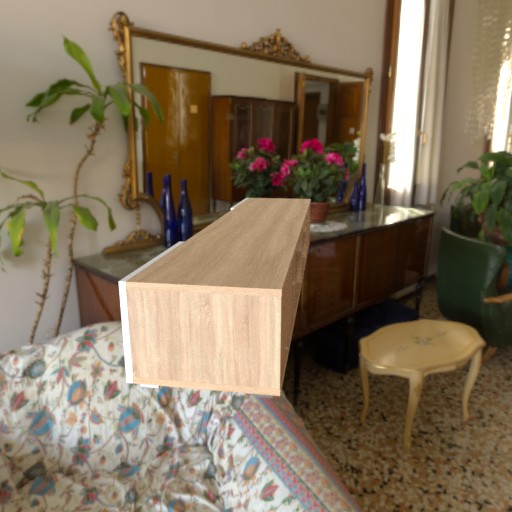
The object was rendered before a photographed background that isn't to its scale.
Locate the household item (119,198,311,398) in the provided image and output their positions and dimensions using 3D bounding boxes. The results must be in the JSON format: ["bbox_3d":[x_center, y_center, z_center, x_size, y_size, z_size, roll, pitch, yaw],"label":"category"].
[{"bbox_3d":[0.000,0.000,2.027,0.420,0.310,1.850,2,14,9],"label":"household item"}]
